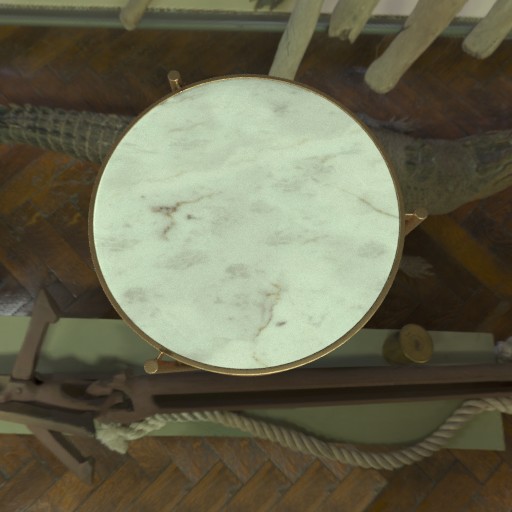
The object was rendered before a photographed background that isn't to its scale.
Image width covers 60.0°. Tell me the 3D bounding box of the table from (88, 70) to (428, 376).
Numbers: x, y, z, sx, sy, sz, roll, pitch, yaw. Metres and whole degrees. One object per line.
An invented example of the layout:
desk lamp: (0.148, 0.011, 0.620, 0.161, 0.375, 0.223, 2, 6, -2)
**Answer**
table: (0.000, 0.000, 0.826, 0.456, 0.493, 0.430, 1, 76, 0)
